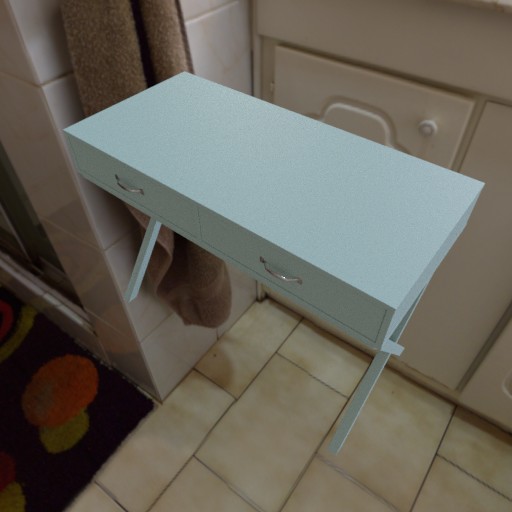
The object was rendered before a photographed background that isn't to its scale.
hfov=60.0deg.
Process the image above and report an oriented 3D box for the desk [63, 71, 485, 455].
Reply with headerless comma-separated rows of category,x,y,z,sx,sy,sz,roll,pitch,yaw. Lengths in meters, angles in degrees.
desk,0.000,0.000,1.481,1.057,0.780,0.525,30,53,25
